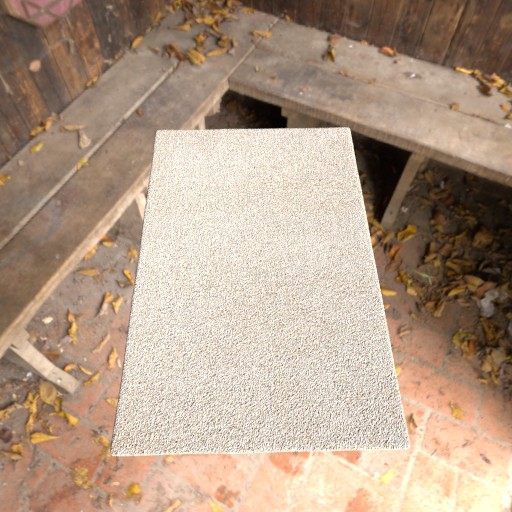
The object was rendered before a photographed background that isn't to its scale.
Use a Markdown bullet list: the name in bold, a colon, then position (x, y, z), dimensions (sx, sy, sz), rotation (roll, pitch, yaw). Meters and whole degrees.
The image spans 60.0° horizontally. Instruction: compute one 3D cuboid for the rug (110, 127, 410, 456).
- **rug**: position (0.000, 0.000, 3.344), dimensions (1.778, 0.030, 2.743), rotation (-1, 58, -1)
